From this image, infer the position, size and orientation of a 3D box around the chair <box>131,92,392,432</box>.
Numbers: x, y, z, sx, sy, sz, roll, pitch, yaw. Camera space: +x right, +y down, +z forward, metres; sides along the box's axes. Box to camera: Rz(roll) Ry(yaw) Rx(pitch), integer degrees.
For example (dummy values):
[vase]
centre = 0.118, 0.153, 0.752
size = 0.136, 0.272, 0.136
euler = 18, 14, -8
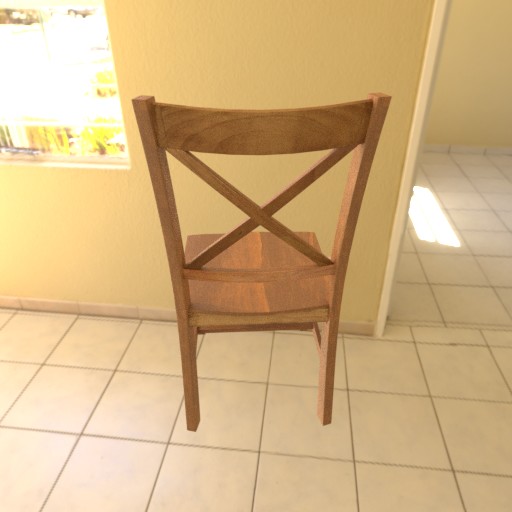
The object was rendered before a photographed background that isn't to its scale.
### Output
[chair]
centre = 0.000, 0.000, 1.287
size = 0.485, 0.983, 0.542
euler = -2, 31, -3
